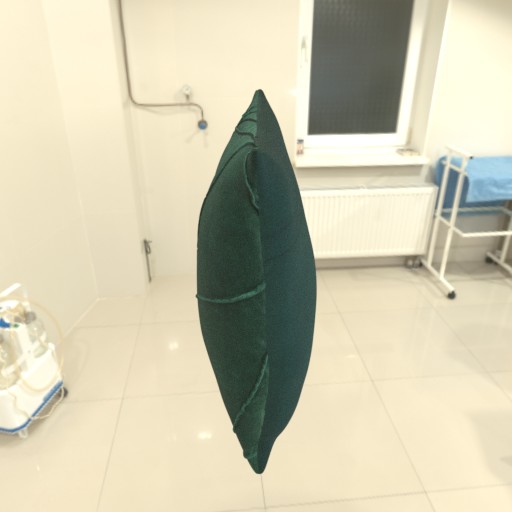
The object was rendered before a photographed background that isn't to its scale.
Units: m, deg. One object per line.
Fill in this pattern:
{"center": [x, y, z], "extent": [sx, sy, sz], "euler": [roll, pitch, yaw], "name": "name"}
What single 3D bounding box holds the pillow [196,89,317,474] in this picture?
{"center": [0.000, 0.000, 0.680], "extent": [0.184, 0.440, 0.439], "euler": [1, 27, 1], "name": "pillow"}
